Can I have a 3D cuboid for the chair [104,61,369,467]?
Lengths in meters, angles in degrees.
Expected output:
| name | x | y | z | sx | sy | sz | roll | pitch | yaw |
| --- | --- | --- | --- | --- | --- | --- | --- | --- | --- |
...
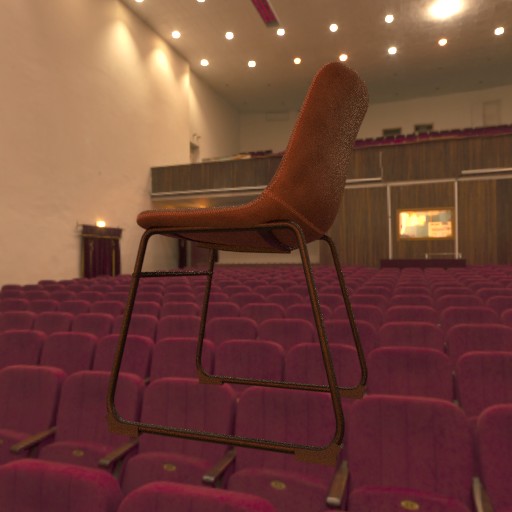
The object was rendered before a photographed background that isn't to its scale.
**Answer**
| name | x | y | z | sx | sy | sz | roll | pitch | yaw |
| --- | --- | --- | --- | --- | --- | --- | --- | --- | --- |
| chair | 0.000 | 0.000 | 1.108 | 0.551 | 0.780 | 0.460 | -1 | -2 | 20 |
